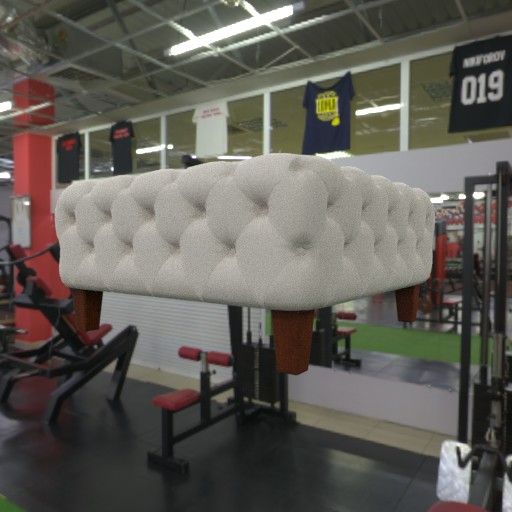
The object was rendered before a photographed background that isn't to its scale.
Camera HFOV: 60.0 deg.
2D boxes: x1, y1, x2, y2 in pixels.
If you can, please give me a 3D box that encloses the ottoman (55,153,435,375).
[{"bbox_3d":[0.000,0.000,1.195,0.753,0.376,0.755,1,2,37],"label":"ottoman"}]
